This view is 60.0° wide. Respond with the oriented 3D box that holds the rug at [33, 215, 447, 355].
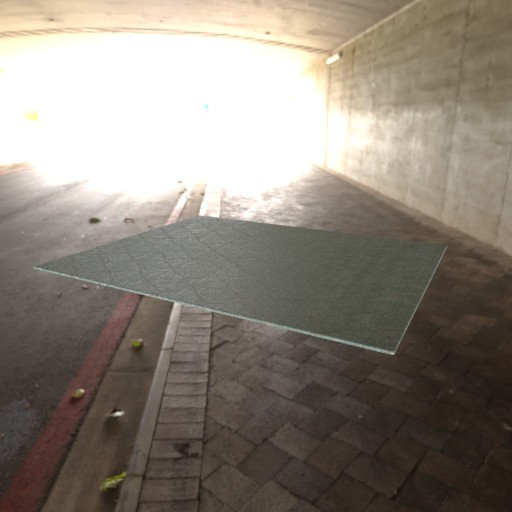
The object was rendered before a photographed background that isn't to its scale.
[{"bbox_3d":[0.000,0.000,4.117,3.039,0.019,2.420,9,20,27],"label":"rug"}]
